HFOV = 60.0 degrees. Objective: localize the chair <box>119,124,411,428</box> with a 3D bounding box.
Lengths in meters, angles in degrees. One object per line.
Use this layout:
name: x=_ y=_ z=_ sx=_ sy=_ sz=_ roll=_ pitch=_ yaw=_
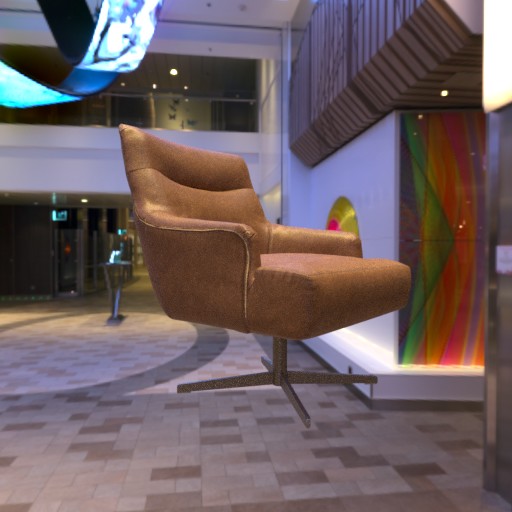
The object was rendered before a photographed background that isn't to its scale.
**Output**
chair: x=0.000 y=0.000 z=1.511 sx=0.874 sy=0.869 sz=0.729 roll=1 pitch=1 yaw=36
